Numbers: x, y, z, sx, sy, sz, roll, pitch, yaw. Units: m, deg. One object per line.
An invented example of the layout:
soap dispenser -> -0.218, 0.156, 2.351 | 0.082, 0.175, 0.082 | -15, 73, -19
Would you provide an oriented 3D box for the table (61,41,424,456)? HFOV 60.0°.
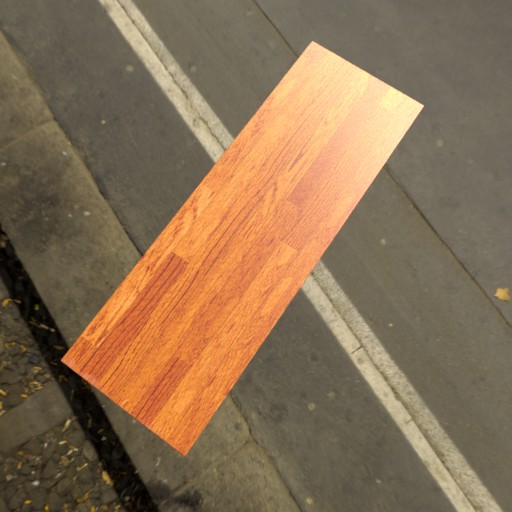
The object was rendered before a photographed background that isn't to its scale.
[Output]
table -> 0.000, 0.000, 1.610 | 0.408, 0.740, 1.204 | 34, 78, 8
